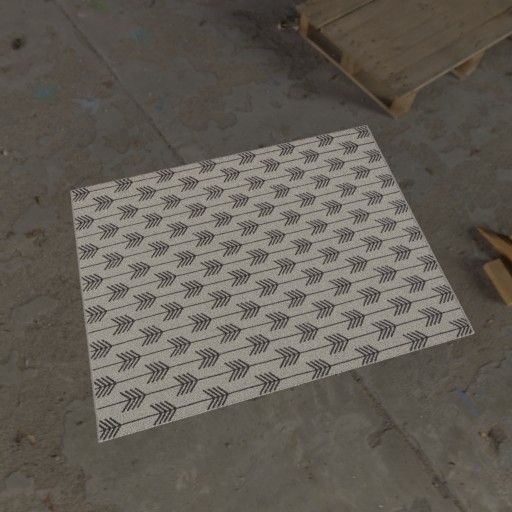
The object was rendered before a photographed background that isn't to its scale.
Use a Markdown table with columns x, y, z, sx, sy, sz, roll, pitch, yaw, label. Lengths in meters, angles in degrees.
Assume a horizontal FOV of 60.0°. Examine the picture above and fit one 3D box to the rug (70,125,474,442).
| x | y | z | sx | sy | sz | roll | pitch | yaw | label |
| --- | --- | --- | --- | --- | --- | --- | --- | --- | --- |
| 0.000 | 0.000 | 3.940 | 3.061 | 0.010 | 2.330 | -14 | 64 | -7 | rug |
